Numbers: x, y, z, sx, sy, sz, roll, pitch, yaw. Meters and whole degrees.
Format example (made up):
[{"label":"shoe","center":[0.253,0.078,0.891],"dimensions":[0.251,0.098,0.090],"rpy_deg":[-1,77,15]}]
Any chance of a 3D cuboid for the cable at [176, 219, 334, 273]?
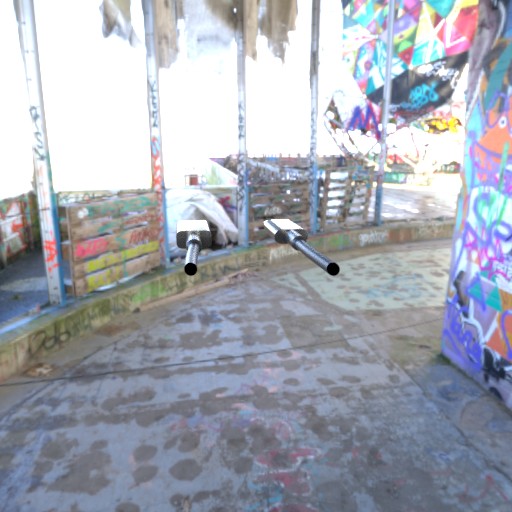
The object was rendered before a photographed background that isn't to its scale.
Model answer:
[{"label":"cable","center":[0.000,0.000,0.112],"dimensions":[0.040,0.006,0.098],"rpy_deg":[-2,14,-9]}]
